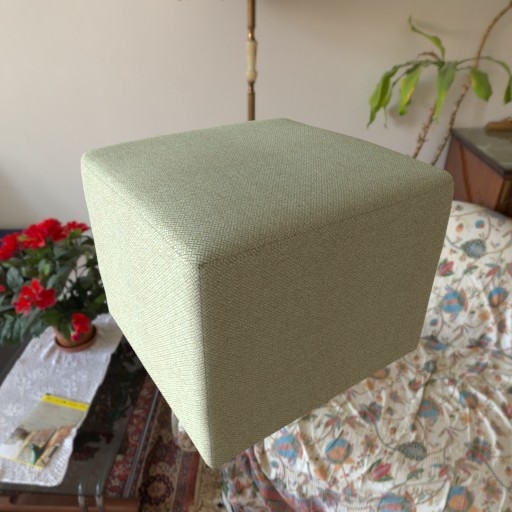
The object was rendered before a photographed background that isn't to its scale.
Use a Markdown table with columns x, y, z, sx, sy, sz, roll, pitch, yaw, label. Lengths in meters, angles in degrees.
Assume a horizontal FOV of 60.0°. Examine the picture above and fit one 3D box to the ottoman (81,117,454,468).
| x | y | z | sx | sy | sz | roll | pitch | yaw | label |
| --- | --- | --- | --- | --- | --- | --- | --- | --- | --- |
| 0.000 | 0.000 | 0.908 | 0.521 | 0.453 | 0.512 | -19 | 36 | -29 | ottoman |
